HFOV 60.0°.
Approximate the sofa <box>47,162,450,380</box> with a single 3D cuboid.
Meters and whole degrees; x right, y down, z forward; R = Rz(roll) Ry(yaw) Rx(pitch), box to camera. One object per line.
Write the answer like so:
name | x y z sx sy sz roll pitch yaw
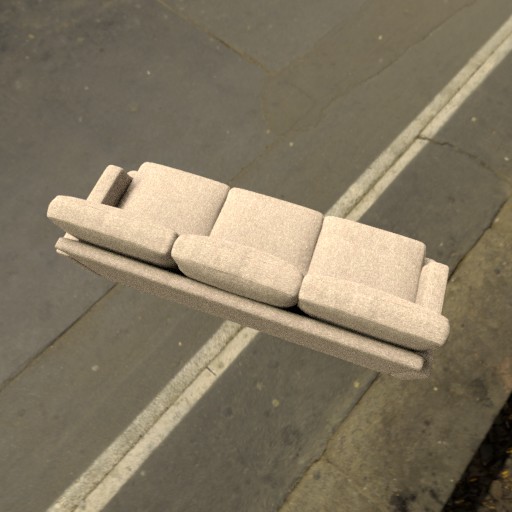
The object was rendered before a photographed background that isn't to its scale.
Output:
sofa | 0.000 0.000 2.619 2.115 0.984 0.888 18 65 8
